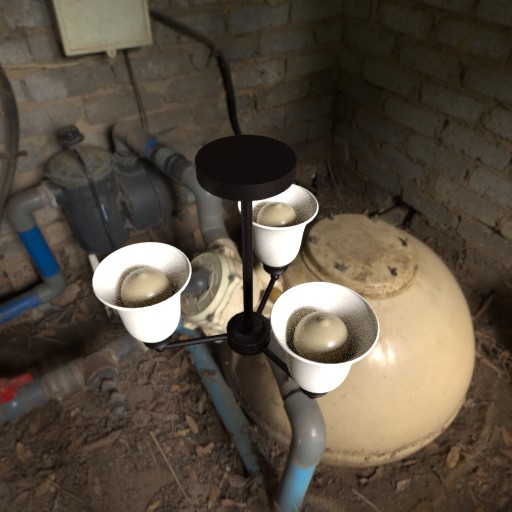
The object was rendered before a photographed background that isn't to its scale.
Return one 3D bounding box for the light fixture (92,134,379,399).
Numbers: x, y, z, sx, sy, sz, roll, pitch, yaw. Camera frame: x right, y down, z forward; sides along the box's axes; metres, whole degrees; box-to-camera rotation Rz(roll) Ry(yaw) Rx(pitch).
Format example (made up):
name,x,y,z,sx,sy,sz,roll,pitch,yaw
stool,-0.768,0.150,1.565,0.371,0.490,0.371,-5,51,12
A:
name,x,y,z,sx,sy,sz,roll,pitch,yaw
light fixture,0.000,0.000,0.671,0.388,0.370,0.354,13,43,14
